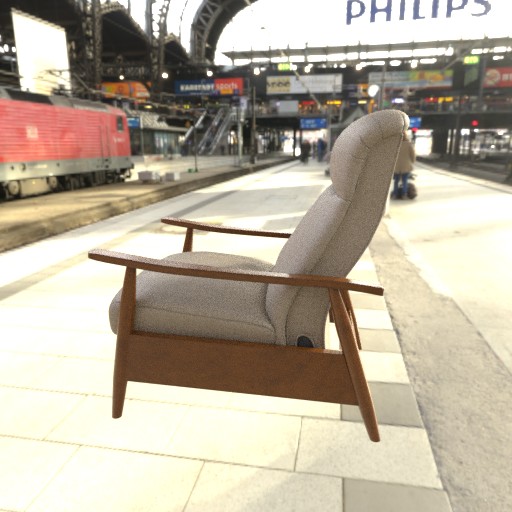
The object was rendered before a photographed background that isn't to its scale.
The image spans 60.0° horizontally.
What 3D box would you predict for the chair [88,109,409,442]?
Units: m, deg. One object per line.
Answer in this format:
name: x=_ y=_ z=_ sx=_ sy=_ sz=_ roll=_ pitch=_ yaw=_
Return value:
chair: x=0.000 y=0.000 z=1.784 sx=1.032 sy=1.082 sz=0.762 roll=2 pitch=14 yaw=8
